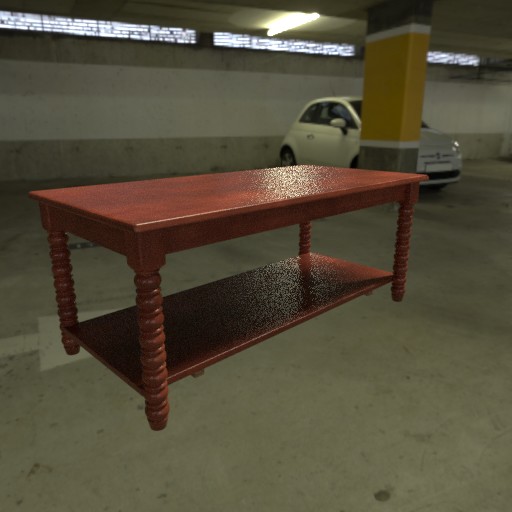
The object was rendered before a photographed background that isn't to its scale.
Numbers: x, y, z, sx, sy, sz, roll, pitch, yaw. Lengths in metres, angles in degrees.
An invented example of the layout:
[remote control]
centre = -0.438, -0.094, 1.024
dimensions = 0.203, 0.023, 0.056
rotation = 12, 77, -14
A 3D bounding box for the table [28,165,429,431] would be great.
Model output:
[table]
centre = 0.000, 0.000, 1.458
dimensions = 1.171, 0.485, 0.580
rotation = -16, 23, -42
